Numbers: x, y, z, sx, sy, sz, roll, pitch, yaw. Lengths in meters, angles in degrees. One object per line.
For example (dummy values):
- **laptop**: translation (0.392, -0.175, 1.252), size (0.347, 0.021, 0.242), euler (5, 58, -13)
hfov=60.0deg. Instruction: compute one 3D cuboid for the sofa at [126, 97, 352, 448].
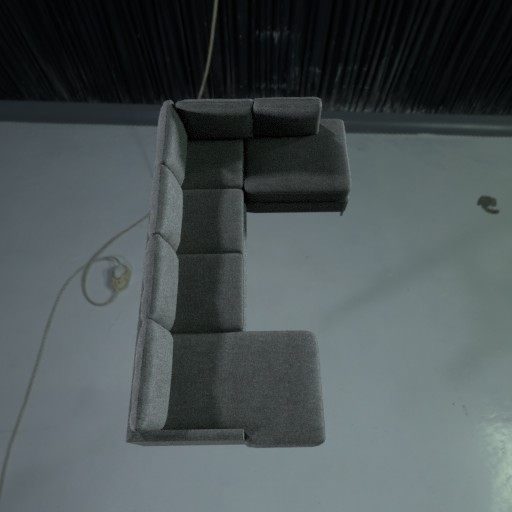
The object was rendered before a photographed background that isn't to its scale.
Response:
- **sofa**: translation (0.000, 0.000, 4.319), size (2.048, 0.999, 3.423), euler (-1, 64, 0)
